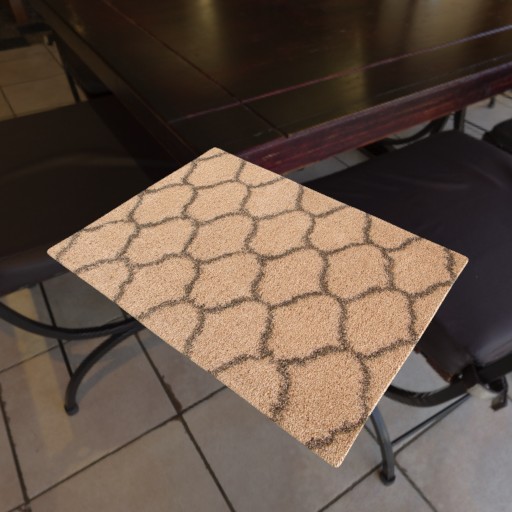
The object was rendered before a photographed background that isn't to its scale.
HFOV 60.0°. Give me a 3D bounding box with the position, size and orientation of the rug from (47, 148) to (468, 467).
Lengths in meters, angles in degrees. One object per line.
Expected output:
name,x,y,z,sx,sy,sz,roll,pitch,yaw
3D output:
rug,0.000,0.000,2.093,1.600,0.025,1.200,29,51,26
